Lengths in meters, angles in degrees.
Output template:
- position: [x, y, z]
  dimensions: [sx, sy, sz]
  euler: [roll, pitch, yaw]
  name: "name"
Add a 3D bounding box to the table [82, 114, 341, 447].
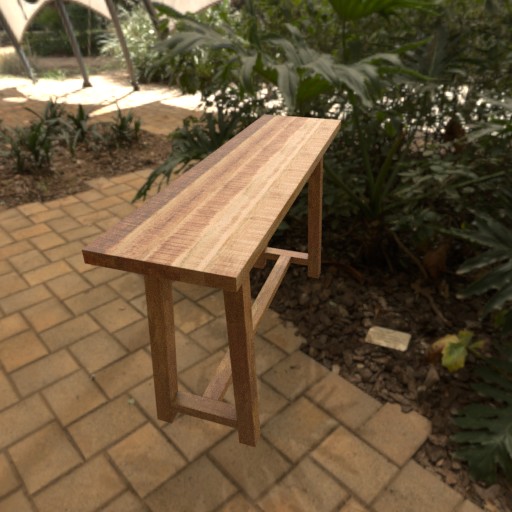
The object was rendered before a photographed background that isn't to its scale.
- position: [0.000, 0.000, 1.865]
  dimensions: [0.405, 0.810, 1.524]
  euler: [9, 32, 16]
  name: "table"
